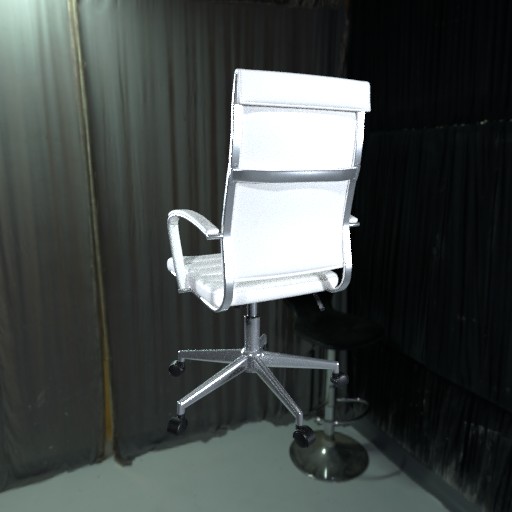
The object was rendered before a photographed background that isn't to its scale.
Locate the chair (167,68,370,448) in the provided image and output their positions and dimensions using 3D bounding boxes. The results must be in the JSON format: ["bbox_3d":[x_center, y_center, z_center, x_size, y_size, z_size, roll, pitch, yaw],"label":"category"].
[{"bbox_3d":[0.000,0.000,1.624,0.766,1.149,0.739,-6,14,-27],"label":"chair"}]
